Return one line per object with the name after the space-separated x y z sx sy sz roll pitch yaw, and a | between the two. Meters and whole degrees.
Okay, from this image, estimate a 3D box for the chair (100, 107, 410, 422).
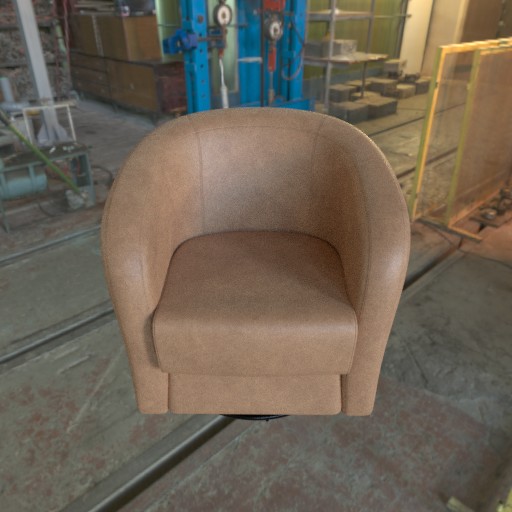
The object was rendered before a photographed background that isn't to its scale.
0.000 0.000 1.425 0.791 0.771 0.815 0 31 1 | chair
